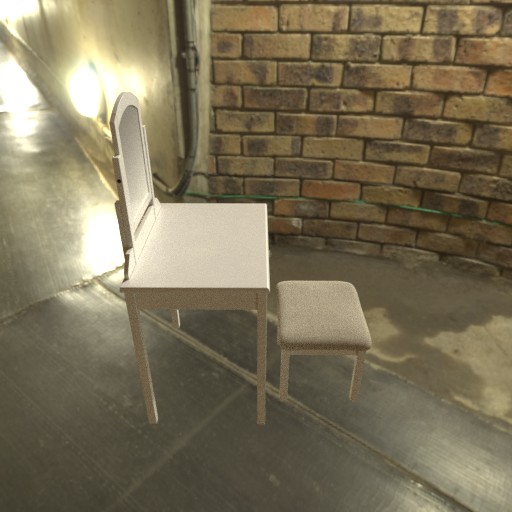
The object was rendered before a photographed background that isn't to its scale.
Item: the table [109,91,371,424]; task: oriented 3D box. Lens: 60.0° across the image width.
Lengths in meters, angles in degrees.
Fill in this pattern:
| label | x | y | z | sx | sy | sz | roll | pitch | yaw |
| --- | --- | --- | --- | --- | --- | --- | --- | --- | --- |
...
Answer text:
| label | x | y | z | sx | sy | sz | roll | pitch | yaw |
| --- | --- | --- | --- | --- | --- | --- | --- | --- | --- |
| table | 0.000 | 0.000 | 2.320 | 1.211 | 1.631 | 0.876 | 0 | 32 | 0 |
